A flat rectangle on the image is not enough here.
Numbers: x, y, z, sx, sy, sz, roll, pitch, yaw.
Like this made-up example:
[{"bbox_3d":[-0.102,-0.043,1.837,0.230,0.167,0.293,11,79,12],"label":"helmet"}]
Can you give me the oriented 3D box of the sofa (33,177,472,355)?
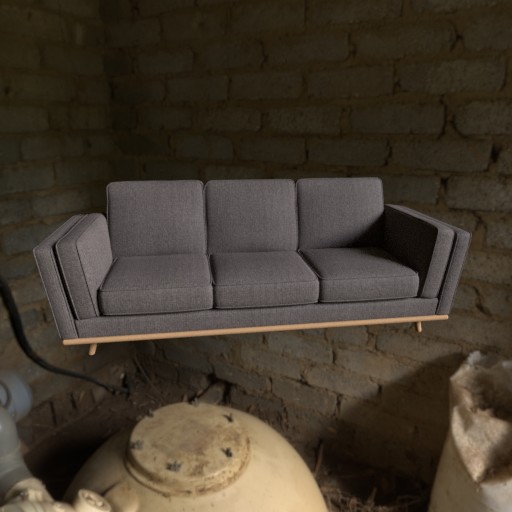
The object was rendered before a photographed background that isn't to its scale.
[{"bbox_3d":[0.000,0.000,2.815,2.362,0.899,0.903,-2,17,-8],"label":"sofa"}]
